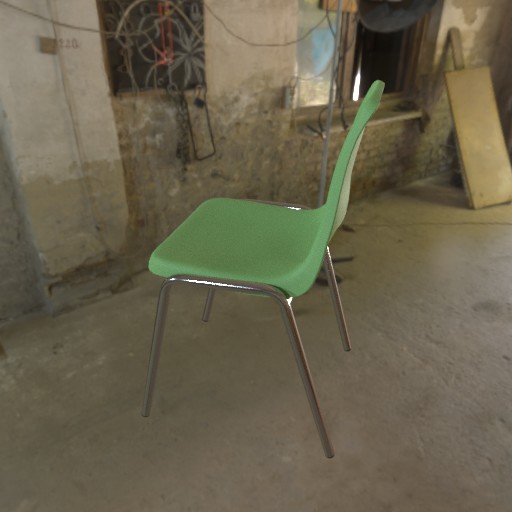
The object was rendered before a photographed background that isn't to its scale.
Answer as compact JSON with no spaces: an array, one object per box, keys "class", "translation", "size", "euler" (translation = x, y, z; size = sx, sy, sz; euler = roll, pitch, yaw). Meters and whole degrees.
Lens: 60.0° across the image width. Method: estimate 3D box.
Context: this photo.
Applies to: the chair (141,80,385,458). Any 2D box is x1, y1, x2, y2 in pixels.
[{"class":"chair","translation":[0.000,0.000,0.936],"size":[0.436,0.704,0.381],"euler":[8,31,14]}]
